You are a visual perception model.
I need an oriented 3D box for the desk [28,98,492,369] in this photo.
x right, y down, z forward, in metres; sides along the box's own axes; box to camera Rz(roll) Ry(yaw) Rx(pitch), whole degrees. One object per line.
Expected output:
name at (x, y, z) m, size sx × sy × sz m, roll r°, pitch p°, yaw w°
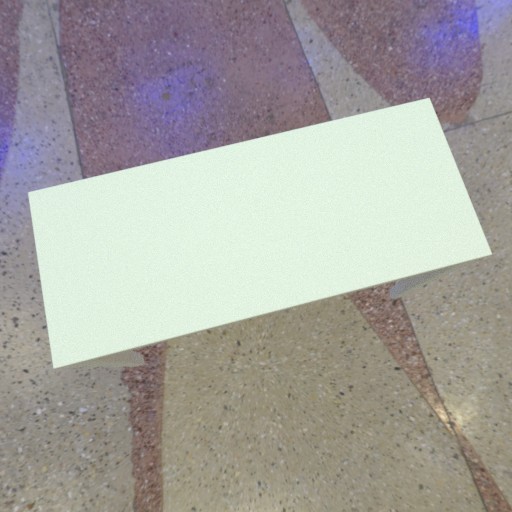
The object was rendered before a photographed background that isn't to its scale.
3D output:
desk at (0.000, 0.000, 1.621) m, size 1.220 × 0.775 × 0.508 m, roll -14°, pitch 76°, yaw -3°
